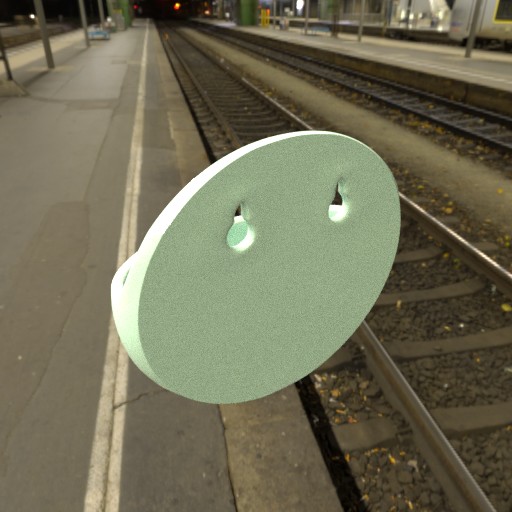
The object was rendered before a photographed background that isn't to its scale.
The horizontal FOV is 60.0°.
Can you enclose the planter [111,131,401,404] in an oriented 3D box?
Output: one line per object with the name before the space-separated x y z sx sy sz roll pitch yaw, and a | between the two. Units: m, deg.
planter | 0.000 0.000 0.275 0.189 0.164 0.073 -18 34 -29
